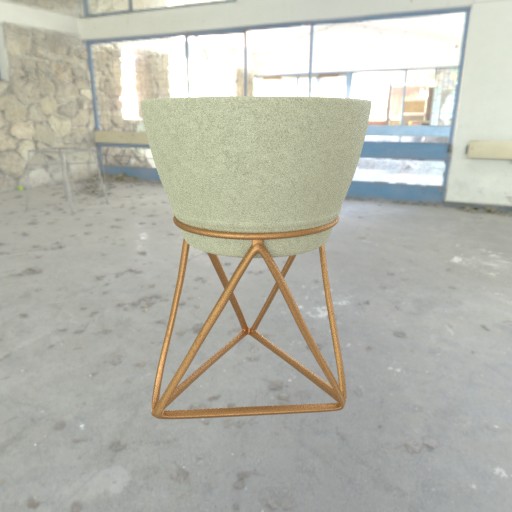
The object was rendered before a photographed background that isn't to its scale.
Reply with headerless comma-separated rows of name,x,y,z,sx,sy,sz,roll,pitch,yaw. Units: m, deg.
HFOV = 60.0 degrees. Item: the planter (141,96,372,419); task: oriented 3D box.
planter,0.000,0.000,0.764,0.350,0.504,0.350,8,19,25
